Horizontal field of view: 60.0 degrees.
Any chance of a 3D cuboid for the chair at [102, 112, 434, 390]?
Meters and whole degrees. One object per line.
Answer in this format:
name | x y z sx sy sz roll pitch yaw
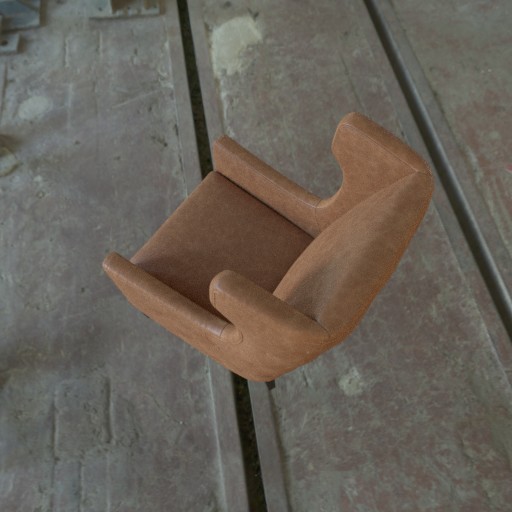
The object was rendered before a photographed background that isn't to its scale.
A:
chair | 0.000 0.000 1.678 0.899 1.079 0.766 32 68 15
